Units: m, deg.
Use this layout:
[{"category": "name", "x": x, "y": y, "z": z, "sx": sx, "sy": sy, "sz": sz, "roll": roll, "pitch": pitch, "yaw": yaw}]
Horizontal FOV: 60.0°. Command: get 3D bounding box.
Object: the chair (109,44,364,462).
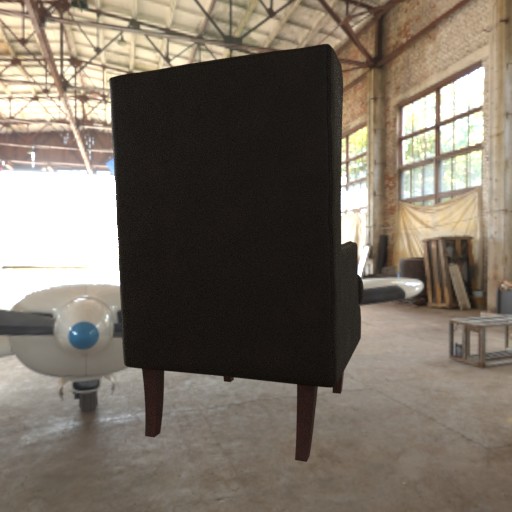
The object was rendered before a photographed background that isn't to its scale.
[{"category": "chair", "x": 0.000, "y": 0.000, "z": 1.616, "sx": 0.703, "sy": 1.142, "sz": 0.799, "roll": 0, "pitch": 1, "yaw": 19}]
